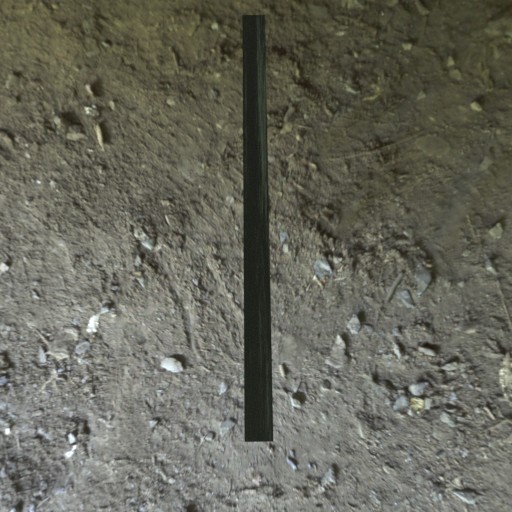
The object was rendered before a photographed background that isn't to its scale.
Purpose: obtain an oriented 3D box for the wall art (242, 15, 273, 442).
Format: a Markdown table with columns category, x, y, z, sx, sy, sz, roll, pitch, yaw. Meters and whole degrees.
| category | x | y | z | sx | sy | sz | roll | pitch | yaw |
| --- | --- | --- | --- | --- | --- | --- | --- | --- | --- |
| wall art | 0.000 | 0.000 | 1.124 | 0.043 | 0.758 | 0.762 | -1 | 76 | 0 |
